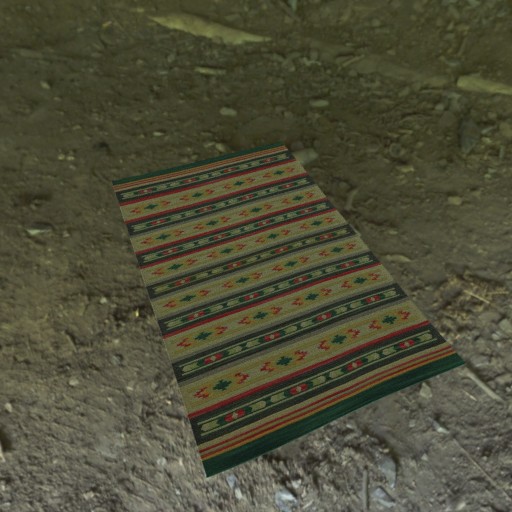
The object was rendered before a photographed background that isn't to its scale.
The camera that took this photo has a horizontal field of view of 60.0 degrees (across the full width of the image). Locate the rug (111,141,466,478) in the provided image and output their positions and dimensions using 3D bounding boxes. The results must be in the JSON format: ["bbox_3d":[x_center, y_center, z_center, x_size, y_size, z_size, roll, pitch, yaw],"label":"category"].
[{"bbox_3d":[0.000,0.000,3.028,1.520,0.011,2.447,-17,49,-15],"label":"rug"}]
